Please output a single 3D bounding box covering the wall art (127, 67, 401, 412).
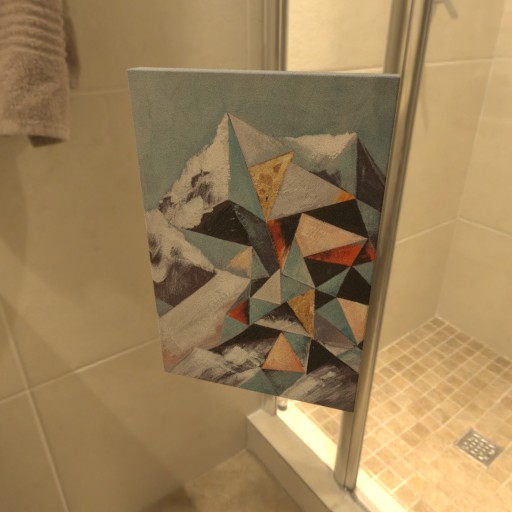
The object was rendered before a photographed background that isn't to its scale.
[{"bbox_3d":[0.000,0.000,1.180,0.609,0.911,0.061,8,28,15],"label":"wall art"}]
